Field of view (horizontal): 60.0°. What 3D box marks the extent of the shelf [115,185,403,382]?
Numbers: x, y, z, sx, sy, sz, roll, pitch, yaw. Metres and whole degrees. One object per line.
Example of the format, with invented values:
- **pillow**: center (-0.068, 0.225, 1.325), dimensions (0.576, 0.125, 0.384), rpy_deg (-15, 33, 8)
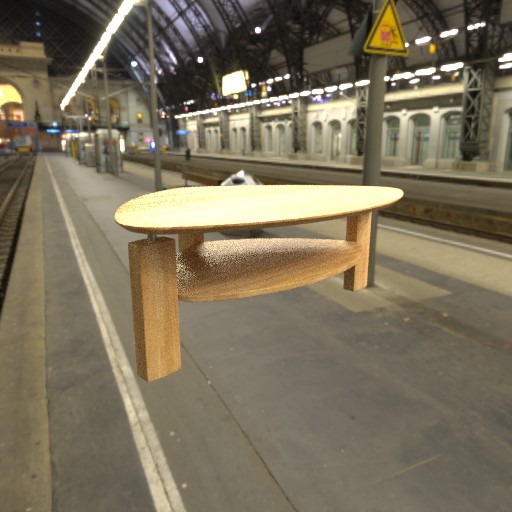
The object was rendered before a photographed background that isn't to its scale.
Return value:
- **shelf**: center (0.000, 0.000, 1.624), dimensions (0.863, 0.439, 1.240), rpy_deg (13, 19, 42)
